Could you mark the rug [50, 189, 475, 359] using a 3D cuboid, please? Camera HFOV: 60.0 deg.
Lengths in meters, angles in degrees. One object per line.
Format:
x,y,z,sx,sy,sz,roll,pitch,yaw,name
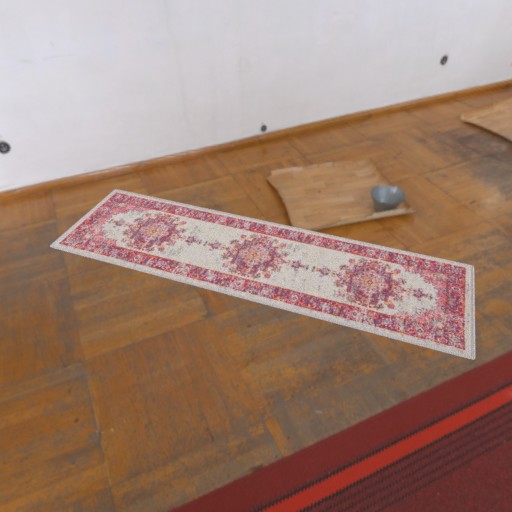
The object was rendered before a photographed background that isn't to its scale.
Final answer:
0.000,0.000,2.484,2.294,0.011,0.666,13,42,15,rug
